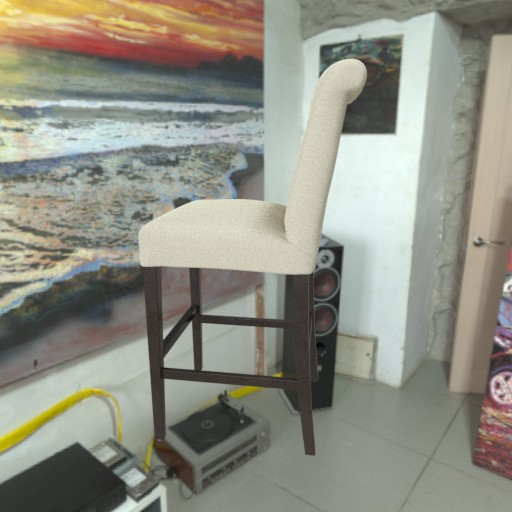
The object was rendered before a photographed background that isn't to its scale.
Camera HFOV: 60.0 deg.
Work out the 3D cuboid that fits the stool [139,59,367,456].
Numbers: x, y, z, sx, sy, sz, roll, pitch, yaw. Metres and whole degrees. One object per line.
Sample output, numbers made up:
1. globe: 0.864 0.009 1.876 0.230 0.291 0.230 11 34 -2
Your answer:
1. stool: 0.000 0.000 1.438 0.610 1.118 0.482 2 15 9
